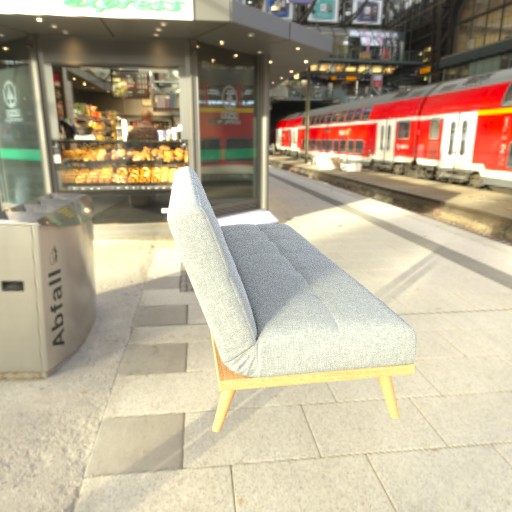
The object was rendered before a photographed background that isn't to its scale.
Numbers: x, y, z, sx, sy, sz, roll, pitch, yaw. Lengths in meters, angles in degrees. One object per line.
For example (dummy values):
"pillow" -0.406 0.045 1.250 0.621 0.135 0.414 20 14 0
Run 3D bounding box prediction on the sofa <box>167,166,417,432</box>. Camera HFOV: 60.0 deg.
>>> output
"sofa" 0.000 0.000 2.246 0.800 0.800 1.820 -2 15 -9
